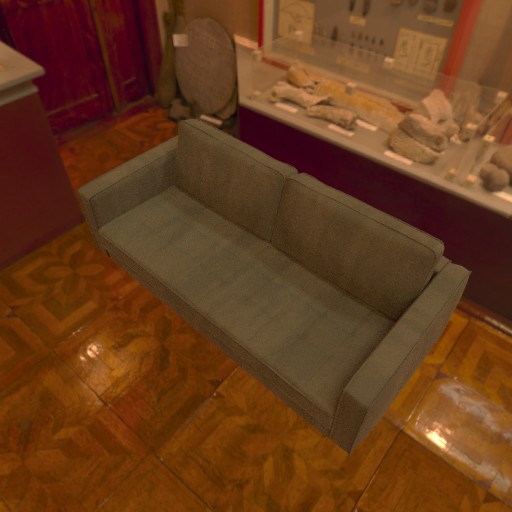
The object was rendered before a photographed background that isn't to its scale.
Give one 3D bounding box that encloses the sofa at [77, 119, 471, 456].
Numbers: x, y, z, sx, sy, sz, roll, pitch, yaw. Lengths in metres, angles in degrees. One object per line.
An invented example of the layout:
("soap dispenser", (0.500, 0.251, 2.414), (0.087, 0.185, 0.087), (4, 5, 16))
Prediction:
("sofa", (0.000, 0.000, 2.394), (1.920, 0.825, 0.924), (33, 55, 28))
